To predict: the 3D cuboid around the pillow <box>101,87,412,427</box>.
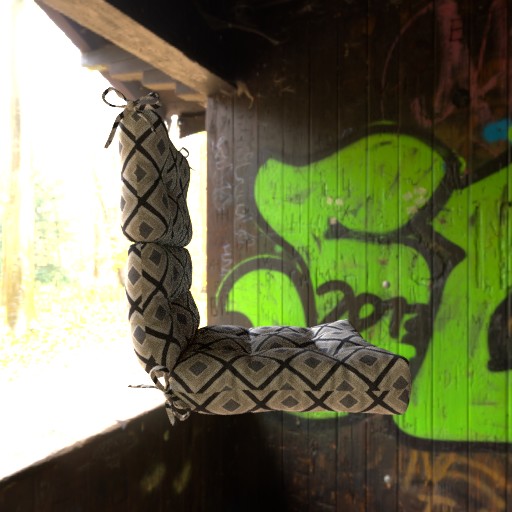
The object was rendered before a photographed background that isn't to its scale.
[{"bbox_3d":[0.000,0.000,1.025,0.571,0.605,0.519,0,0,-1],"label":"pillow"}]
